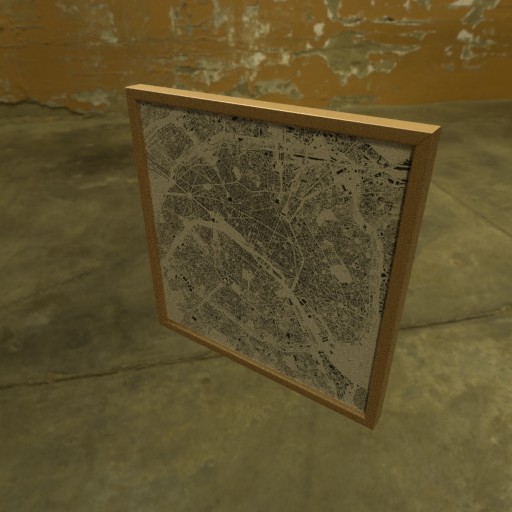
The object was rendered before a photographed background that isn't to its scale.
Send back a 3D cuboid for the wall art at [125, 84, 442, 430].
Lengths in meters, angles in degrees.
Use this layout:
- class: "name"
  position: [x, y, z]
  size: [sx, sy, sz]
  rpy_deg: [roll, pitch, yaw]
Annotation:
- class: "wall art"
  position: [0.000, 0.000, 0.765]
  size: [0.509, 0.509, 0.036]
  rpy_deg: [19, 36, 29]
